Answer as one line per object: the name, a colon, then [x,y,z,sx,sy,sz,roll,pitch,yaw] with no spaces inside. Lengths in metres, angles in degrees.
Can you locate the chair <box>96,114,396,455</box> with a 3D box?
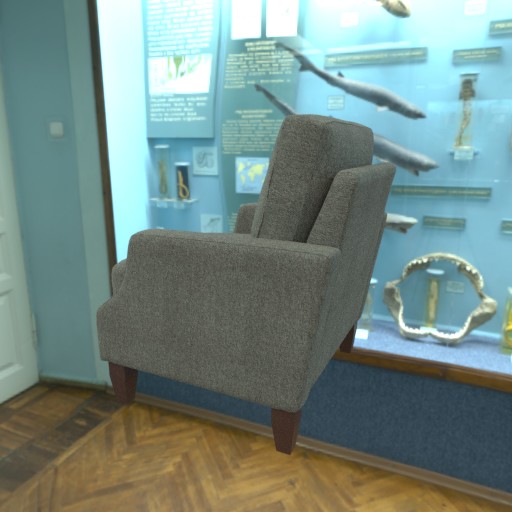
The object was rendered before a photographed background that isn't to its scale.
chair: [0.000,0.000,1.680,0.897,0.993,0.855,6,15,25]
